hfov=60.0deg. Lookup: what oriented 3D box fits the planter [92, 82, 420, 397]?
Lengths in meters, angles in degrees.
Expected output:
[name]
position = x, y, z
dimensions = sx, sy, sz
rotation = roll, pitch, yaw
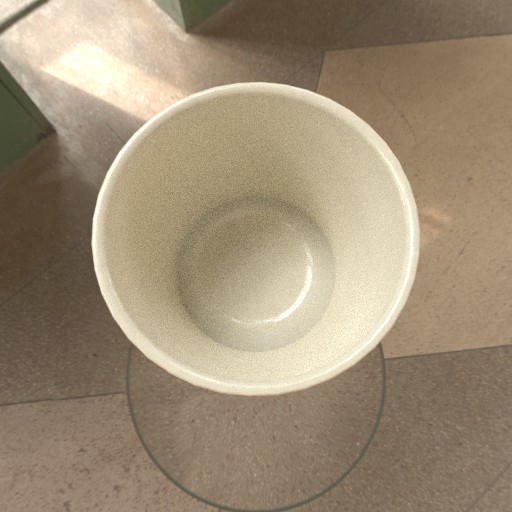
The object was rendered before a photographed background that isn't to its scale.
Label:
[planter]
position = 0.000, 0.000, 0.330
dimensions = 0.192, 0.148, 0.192
rotation = 0, 76, 0
